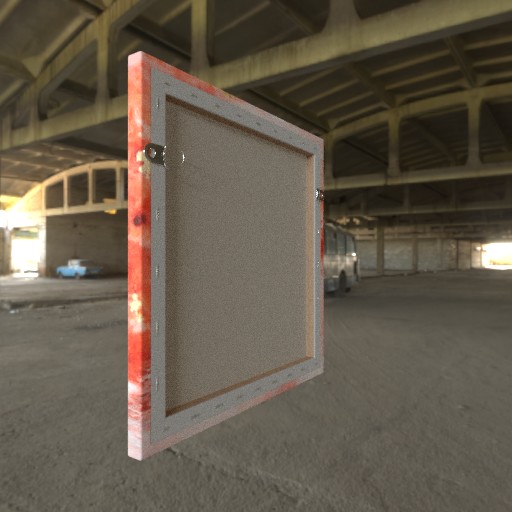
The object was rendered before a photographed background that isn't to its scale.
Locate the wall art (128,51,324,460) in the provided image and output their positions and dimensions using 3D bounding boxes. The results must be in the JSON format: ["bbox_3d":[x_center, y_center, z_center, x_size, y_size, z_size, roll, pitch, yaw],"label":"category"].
[{"bbox_3d":[0.000,0.000,1.112,0.064,0.746,0.747,0,0,35],"label":"wall art"}]
